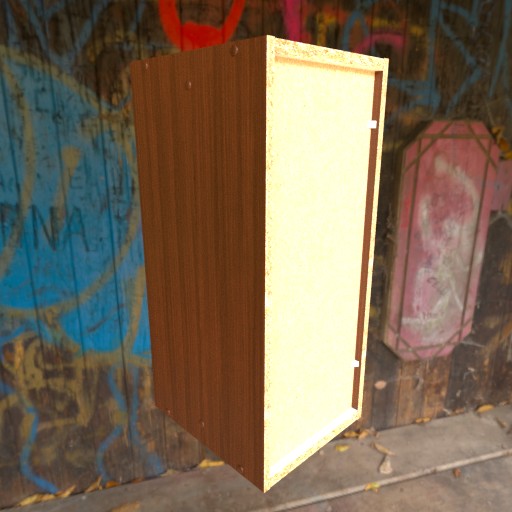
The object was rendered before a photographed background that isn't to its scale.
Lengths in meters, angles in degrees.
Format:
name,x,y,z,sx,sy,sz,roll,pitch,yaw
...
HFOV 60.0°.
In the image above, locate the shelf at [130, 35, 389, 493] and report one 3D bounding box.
name,x,y,z,sx,sy,sz,roll,pitch,yaw
shelf,0.000,0.000,0.737,0.253,0.600,0.290,-15,22,-42
